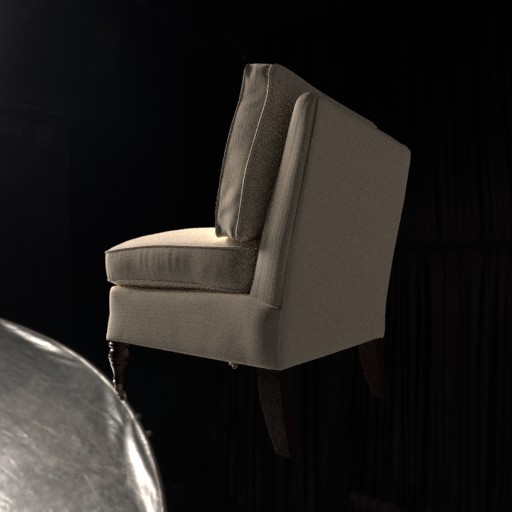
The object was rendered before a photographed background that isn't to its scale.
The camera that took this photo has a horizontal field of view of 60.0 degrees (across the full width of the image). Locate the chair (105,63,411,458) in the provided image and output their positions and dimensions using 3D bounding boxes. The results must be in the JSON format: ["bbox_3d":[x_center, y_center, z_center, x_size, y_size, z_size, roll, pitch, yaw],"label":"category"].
[{"bbox_3d":[0.000,0.000,1.379,0.781,0.887,0.630,-1,-1,38],"label":"chair"}]
